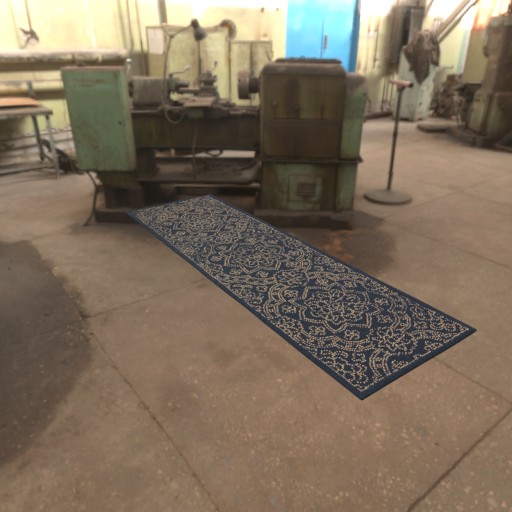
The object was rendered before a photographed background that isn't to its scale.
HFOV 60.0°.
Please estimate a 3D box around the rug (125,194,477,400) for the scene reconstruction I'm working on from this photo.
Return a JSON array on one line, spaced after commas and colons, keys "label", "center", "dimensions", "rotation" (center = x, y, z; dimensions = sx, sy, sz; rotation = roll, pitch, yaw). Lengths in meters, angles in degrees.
[{"label": "rug", "center": [0.000, 0.000, 2.733], "dimensions": [0.769, 0.012, 2.448], "rotation": [-17, 31, -31]}]
